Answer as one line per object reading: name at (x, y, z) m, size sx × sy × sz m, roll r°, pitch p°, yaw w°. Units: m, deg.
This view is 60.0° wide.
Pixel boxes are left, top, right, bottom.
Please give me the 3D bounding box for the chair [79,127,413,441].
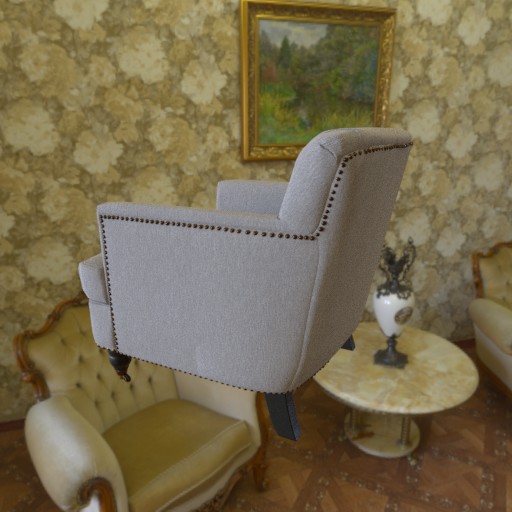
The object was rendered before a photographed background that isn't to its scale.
chair at (0.000, 0.000, 1.481) m, size 0.902 × 0.823 × 0.737 m, roll 8°, pitch 18°, yaw 26°
